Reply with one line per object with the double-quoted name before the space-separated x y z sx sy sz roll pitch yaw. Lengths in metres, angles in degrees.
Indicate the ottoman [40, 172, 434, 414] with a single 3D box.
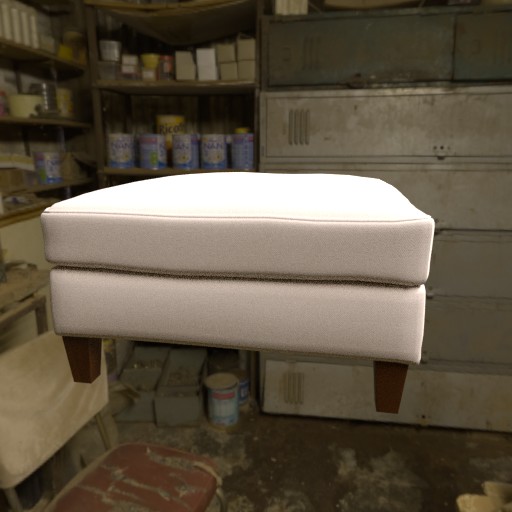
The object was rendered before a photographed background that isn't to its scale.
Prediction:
"ottoman" 0.000 0.000 1.326 0.838 0.479 0.838 2 14 10
